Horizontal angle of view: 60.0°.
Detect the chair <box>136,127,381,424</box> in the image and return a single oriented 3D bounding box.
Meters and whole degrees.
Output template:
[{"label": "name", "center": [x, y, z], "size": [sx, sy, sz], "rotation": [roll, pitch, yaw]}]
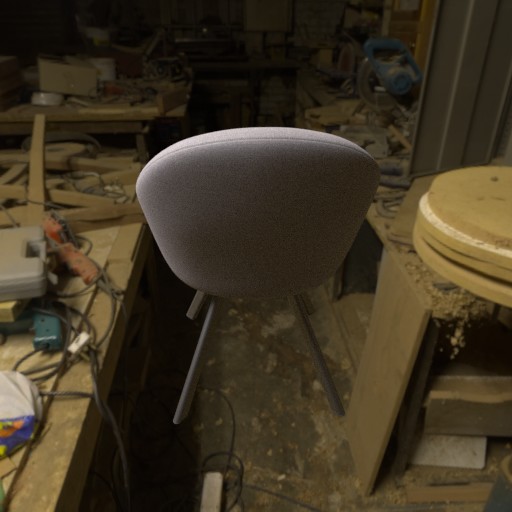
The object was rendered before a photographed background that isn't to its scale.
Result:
[{"label": "chair", "center": [0.000, 0.000, 1.160], "size": [0.540, 0.780, 0.570], "rotation": [-2, 30, -3]}]
